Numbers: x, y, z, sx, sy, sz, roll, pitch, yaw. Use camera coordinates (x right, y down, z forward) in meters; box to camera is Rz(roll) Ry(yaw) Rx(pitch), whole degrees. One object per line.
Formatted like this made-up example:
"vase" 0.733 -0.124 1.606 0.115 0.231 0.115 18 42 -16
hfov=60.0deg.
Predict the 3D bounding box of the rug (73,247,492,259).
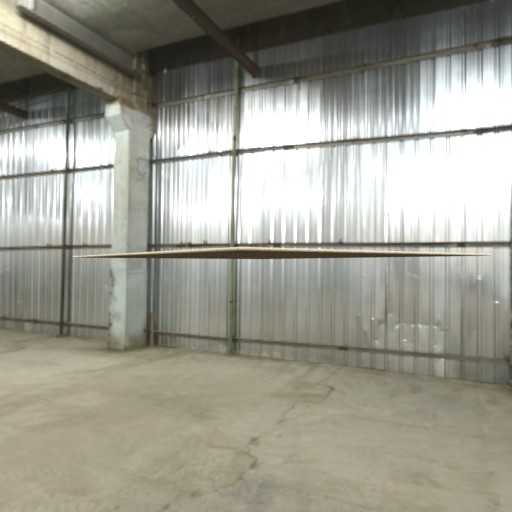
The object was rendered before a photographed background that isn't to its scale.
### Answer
"rug" 0.000 0.000 4.046 2.441 0.015 3.050 1 -1 -36
